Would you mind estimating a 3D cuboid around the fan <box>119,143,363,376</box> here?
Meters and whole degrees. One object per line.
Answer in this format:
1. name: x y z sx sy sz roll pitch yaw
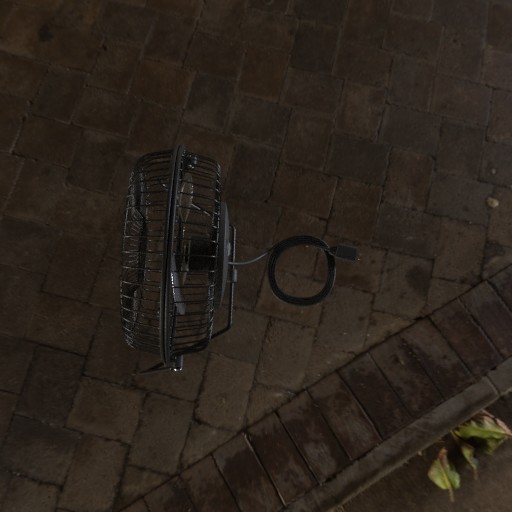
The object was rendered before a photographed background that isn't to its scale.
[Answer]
1. fan: 0.000 0.000 0.385 0.227 0.188 0.209 2 75 0
